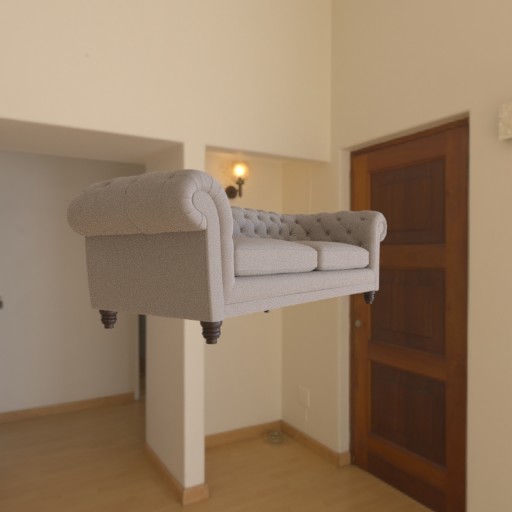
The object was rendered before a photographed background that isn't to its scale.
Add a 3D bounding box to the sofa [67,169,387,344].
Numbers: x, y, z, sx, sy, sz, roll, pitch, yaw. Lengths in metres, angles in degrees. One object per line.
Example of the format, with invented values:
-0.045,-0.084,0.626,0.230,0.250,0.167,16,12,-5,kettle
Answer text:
0.000,0.000,2.923,0.991,0.749,2.411,0,0,35,sofa
